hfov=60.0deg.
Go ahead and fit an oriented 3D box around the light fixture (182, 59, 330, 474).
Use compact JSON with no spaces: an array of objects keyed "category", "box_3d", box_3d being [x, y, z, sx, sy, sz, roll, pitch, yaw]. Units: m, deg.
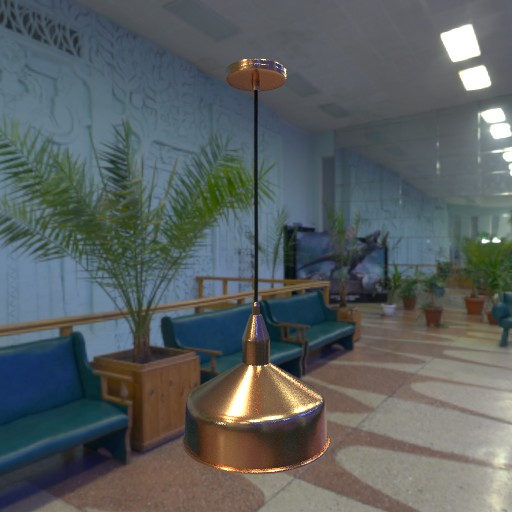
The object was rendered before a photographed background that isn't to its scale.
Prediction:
[{"category":"light fixture","box_3d":[0.000,0.000,0.911,0.301,0.754,0.301,0,1,37]}]
